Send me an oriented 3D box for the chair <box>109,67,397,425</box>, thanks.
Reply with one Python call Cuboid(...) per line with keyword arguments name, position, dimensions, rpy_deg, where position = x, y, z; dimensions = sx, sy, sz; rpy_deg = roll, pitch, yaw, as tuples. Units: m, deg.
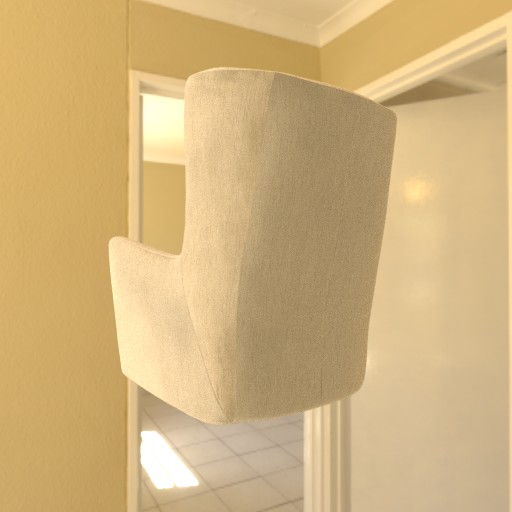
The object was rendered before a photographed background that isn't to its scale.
Cuboid(name="chair", position=(0.000, 0.000, 1.600), dimensions=(0.779, 1.000, 0.904), rpy_deg=(0, 0, -39))
